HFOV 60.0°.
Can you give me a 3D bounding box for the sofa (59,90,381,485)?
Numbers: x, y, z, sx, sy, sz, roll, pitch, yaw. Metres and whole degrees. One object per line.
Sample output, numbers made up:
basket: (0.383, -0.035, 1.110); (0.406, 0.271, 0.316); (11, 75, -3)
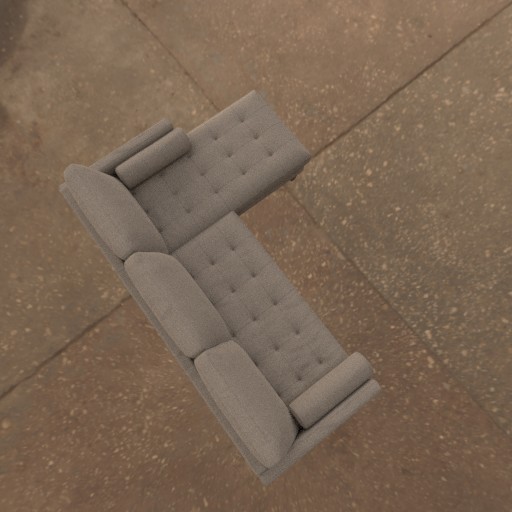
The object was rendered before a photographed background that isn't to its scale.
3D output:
sofa: (0.000, 0.000, 2.852); (1.506, 0.875, 2.178); (-36, 78, -9)
